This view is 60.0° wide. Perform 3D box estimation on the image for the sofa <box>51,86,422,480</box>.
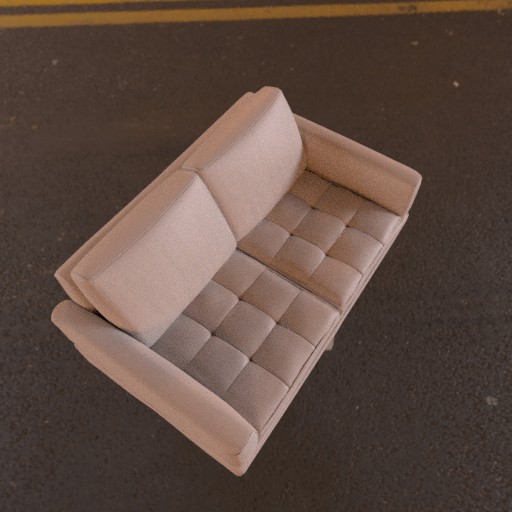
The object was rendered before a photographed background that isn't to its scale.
[{"bbox_3d":[0.000,0.000,2.368,1.121,0.930,1.819,31,64,17],"label":"sofa"}]
